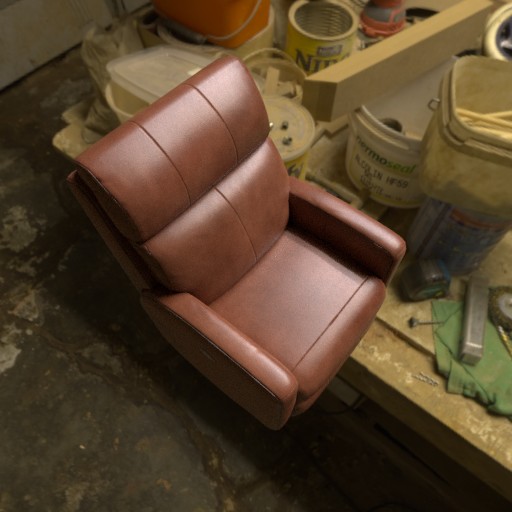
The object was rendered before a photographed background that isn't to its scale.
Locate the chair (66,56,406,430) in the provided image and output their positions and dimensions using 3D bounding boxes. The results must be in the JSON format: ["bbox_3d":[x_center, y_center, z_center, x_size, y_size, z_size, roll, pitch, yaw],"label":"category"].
[{"bbox_3d":[0.000,0.000,1.675,0.939,1.016,0.787,35,64,20],"label":"chair"}]
